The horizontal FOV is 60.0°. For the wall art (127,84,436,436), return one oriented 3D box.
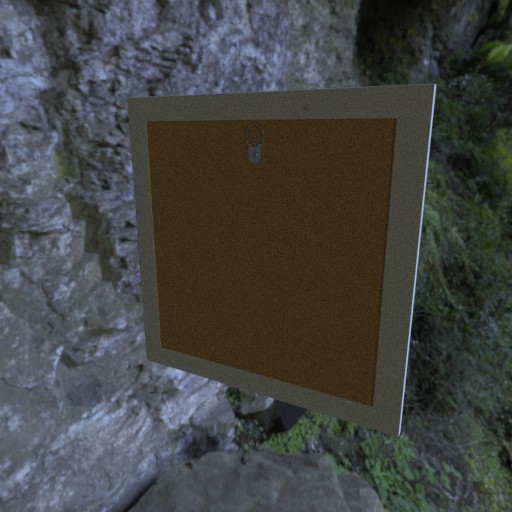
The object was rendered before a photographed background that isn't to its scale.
[{"bbox_3d":[0.000,0.000,0.830,0.572,0.577,0.015,8,18,27],"label":"wall art"}]
